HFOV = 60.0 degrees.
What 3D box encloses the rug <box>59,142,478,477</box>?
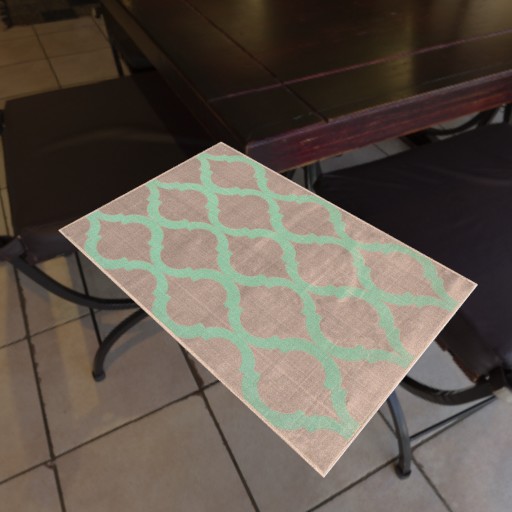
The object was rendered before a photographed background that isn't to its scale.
[{"bbox_3d":[0.000,0.000,2.871,2.286,0.006,1.524,35,56,28],"label":"rug"}]
